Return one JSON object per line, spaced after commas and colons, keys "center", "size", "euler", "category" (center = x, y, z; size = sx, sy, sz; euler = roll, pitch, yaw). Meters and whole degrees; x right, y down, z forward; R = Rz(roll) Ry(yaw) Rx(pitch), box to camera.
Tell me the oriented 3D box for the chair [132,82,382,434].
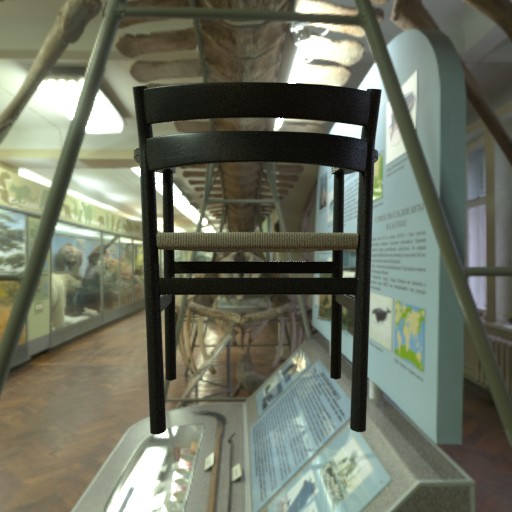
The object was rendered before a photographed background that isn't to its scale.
{"center": [0.000, 0.000, 1.169], "size": [0.630, 0.775, 0.508], "euler": [0, -1, -2], "category": "chair"}
